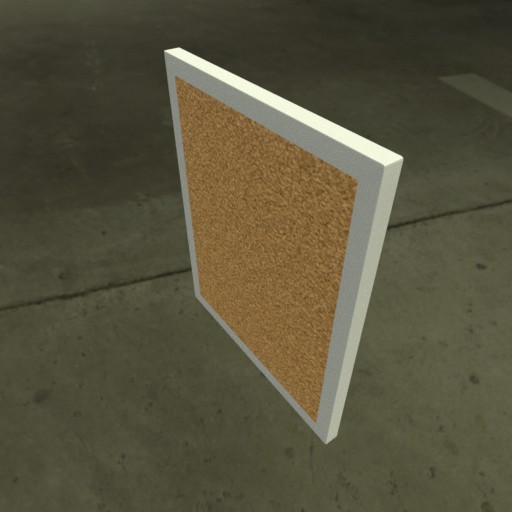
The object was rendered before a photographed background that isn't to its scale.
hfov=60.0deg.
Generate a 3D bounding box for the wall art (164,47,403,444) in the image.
[{"bbox_3d":[0.000,0.000,0.748,0.028,0.556,0.454,-26,47,-27],"label":"wall art"}]
